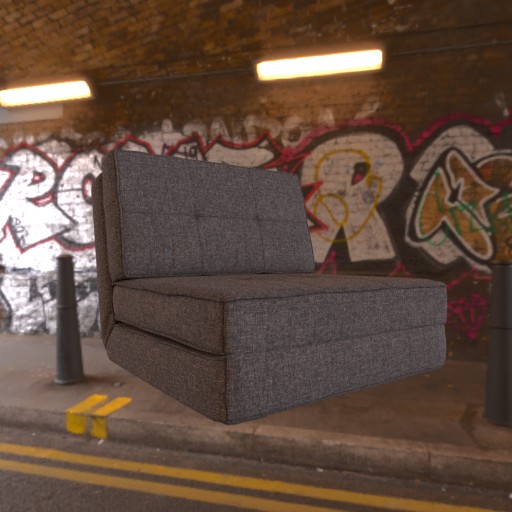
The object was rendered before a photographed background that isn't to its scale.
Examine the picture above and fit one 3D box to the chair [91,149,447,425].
[{"bbox_3d":[0.000,0.000,1.296,0.740,0.615,0.800,0,0,-36],"label":"chair"}]
